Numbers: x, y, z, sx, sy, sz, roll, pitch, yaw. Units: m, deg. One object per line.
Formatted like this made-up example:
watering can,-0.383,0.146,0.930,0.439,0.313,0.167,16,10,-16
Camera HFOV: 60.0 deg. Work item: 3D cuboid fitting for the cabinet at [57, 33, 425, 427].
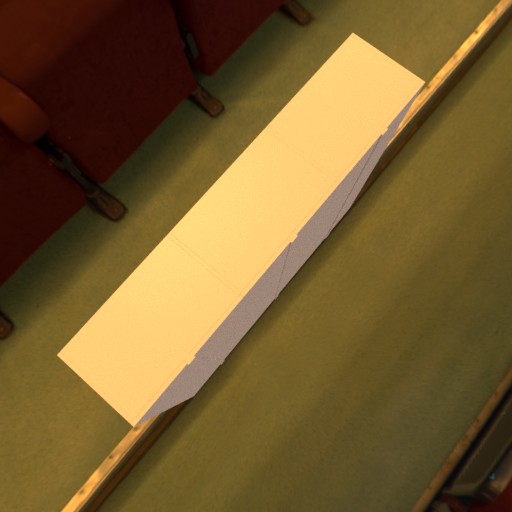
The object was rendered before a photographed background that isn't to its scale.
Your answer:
cabinet,0.000,0.000,3.781,0.590,2.370,2.700,39,79,9
